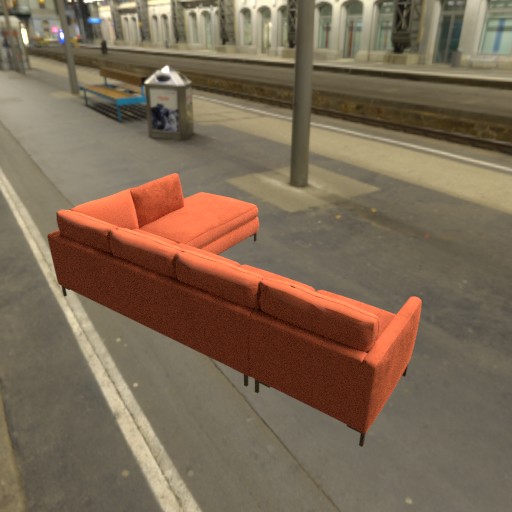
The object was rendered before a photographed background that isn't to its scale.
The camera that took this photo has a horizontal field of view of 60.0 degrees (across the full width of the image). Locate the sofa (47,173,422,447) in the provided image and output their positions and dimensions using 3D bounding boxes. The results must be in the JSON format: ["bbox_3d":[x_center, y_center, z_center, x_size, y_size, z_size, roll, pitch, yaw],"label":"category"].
[{"bbox_3d":[0.000,0.000,3.530,2.736,0.757,1.879,17,31,31],"label":"sofa"}]
